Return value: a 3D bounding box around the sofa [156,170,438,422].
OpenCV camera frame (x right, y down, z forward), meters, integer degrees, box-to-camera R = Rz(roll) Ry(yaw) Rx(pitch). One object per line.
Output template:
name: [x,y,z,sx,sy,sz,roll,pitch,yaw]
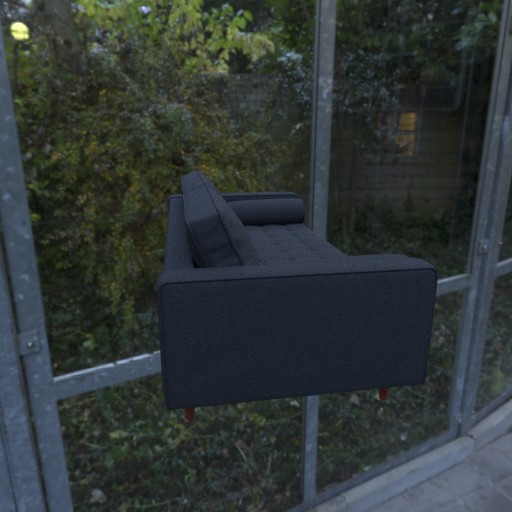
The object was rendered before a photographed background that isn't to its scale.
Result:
sofa: [0.000,0.000,2.279,0.914,0.759,1.875,-3,16,-10]
